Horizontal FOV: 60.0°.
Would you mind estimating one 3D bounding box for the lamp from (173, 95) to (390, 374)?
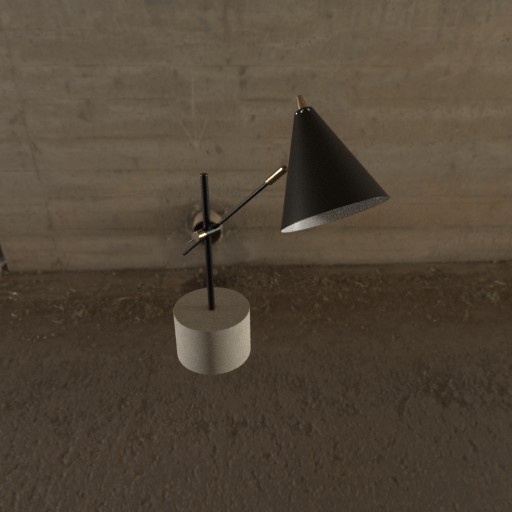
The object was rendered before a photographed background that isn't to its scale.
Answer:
[{"bbox_3d":[0.000,0.000,0.747,0.214,0.518,0.403,-20,34,-31],"label":"lamp"}]
